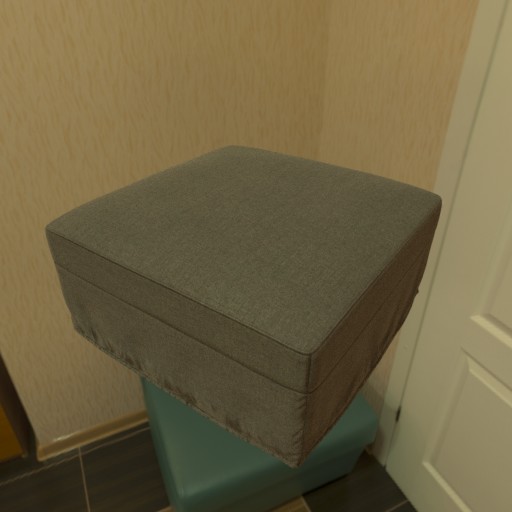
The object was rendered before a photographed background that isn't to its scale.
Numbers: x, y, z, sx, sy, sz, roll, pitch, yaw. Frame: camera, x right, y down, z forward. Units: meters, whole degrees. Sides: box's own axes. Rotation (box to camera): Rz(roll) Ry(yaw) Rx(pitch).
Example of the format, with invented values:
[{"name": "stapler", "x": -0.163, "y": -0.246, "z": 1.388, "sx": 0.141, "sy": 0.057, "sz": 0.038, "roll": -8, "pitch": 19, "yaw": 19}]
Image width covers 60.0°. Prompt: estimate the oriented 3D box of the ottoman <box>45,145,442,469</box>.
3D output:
[{"name": "ottoman", "x": 0.000, "y": 0.000, "z": 1.340, "sx": 0.843, "sy": 0.436, "sz": 0.840, "roll": 21, "pitch": 38, "yaw": 29}]
